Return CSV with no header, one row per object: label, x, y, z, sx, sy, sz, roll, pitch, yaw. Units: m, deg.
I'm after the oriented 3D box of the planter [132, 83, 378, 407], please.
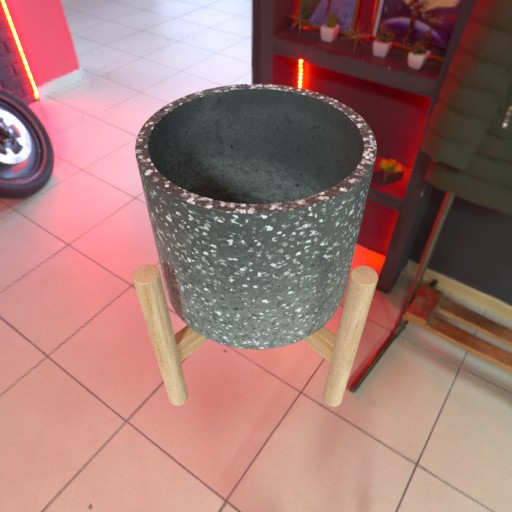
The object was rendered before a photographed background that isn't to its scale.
planter,0.000,0.000,0.528,0.284,0.320,0.284,-16,48,-15
